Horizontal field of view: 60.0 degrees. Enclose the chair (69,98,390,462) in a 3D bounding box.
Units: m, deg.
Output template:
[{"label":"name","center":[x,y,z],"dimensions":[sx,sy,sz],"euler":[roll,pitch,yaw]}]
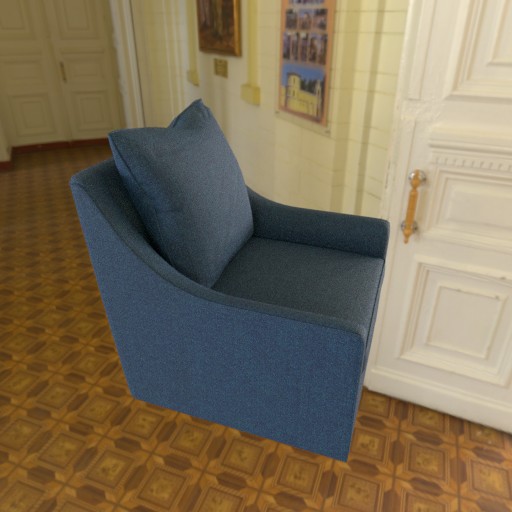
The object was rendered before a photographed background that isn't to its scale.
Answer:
[{"label":"chair","center":[0.000,0.000,1.564],"dimensions":[0.870,0.939,0.750],"euler":[10,30,17]}]
